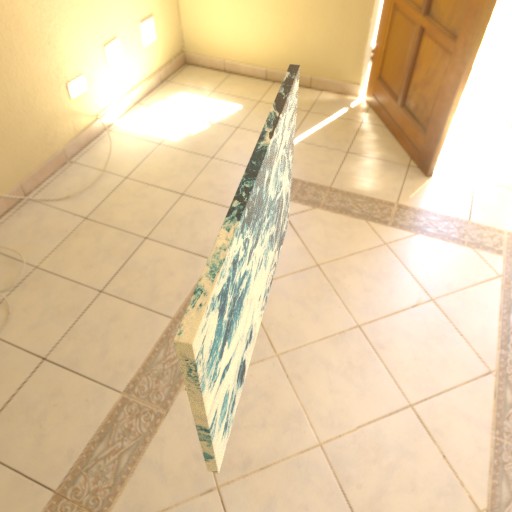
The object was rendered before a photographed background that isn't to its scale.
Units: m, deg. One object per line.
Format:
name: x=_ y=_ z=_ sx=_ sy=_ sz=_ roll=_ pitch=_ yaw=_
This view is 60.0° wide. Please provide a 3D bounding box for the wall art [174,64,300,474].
wall art: x=0.000 y=0.000 z=1.936 sx=0.055 sy=1.017 sz=1.524 roll=10 pitch=49 yaw=9
